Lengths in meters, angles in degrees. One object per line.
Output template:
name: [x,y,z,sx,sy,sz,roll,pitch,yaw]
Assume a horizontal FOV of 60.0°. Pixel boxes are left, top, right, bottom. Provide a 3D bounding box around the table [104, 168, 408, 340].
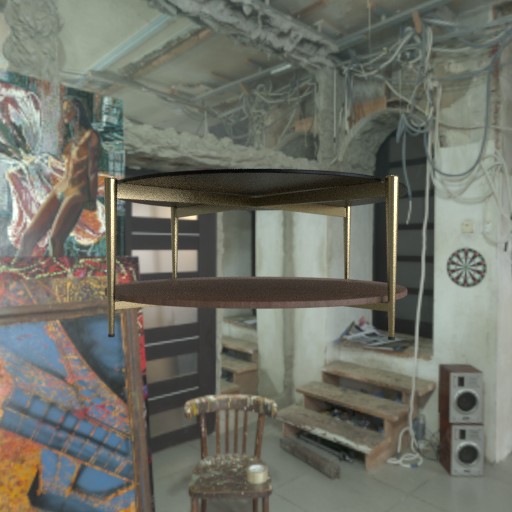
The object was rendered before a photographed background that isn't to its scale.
table: [0.000,0.000,1.451,0.938,0.400,0.938,0,1,18]
